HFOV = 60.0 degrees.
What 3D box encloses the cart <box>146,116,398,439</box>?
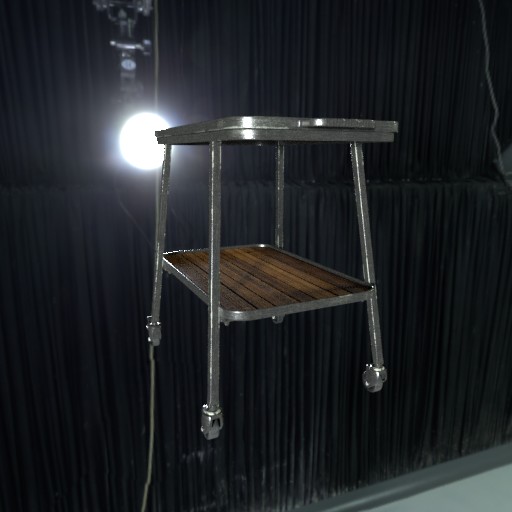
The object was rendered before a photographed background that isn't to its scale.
[{"bbox_3d":[0.000,0.000,1.256,0.515,0.700,0.806,-6,15,-25],"label":"cart"}]
